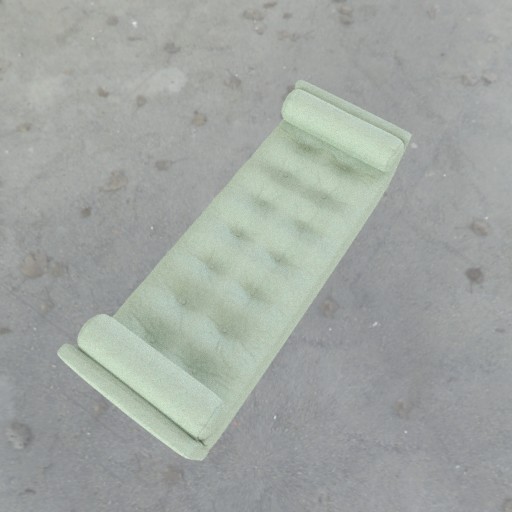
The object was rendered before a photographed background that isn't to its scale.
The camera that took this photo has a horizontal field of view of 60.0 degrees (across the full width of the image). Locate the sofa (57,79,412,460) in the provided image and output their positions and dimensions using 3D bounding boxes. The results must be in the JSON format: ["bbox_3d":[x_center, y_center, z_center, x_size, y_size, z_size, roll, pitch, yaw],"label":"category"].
[{"bbox_3d":[0.000,0.000,2.542,0.796,0.705,2.102,32,69,14],"label":"sofa"}]
